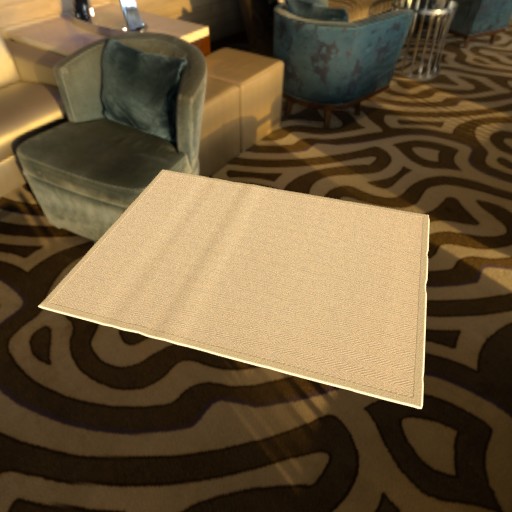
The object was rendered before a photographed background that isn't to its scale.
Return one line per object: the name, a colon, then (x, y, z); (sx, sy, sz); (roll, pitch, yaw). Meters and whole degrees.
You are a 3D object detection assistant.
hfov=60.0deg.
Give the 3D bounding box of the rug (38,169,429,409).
rug: (0.000, 0.000, 4.937); (3.659, 0.037, 2.734); (12, 43, 13)
